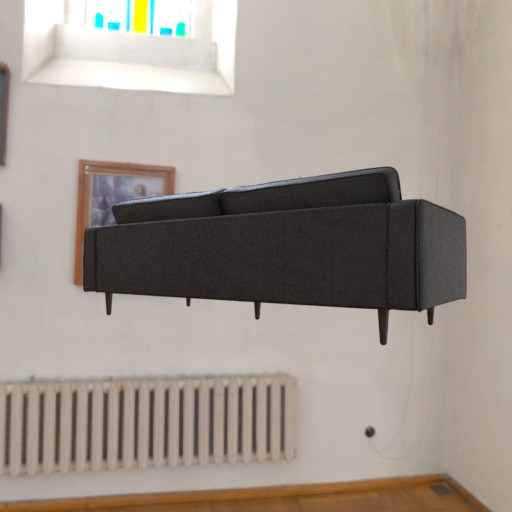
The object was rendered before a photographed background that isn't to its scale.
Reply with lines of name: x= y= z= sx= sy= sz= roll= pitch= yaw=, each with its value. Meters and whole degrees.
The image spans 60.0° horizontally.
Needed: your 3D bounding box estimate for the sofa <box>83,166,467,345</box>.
sofa: x=0.000 y=0.000 z=2.659 sx=2.210 sy=0.762 sz=0.914 roll=-1 pitch=-1 yaw=36
